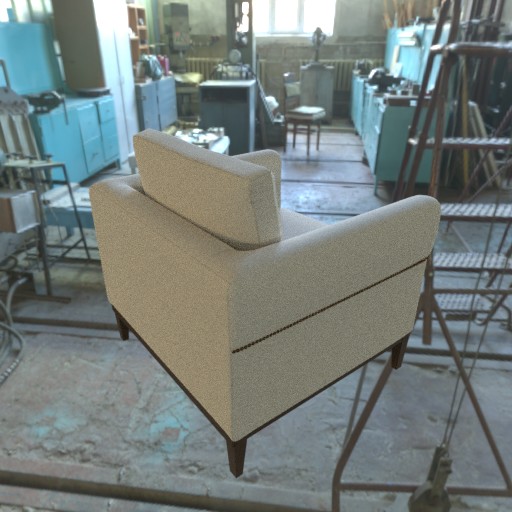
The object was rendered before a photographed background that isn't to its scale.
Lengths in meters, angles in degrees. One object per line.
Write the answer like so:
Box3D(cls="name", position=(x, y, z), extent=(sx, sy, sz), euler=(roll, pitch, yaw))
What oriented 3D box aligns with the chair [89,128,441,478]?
Box3D(cls="chair", position=(0.000, 0.000, 1.702), extent=(0.896, 0.915, 0.982), euler=(-19, 33, -33))
